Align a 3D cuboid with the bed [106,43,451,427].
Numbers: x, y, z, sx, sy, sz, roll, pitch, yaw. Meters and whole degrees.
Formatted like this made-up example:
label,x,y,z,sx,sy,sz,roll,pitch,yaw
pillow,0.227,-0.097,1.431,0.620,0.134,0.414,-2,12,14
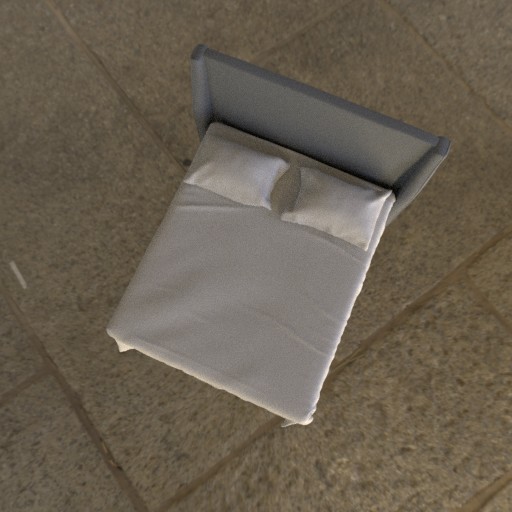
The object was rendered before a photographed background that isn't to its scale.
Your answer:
label,x,y,z,sx,sy,sz,roll,pitch,yaw
bed,0.000,0.000,3.456,1.925,1.332,2.276,23,78,5
